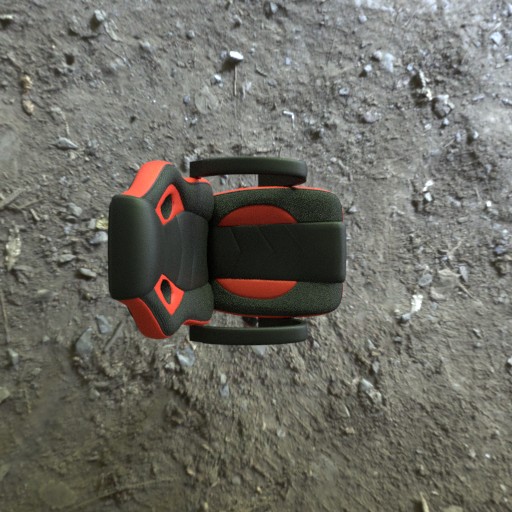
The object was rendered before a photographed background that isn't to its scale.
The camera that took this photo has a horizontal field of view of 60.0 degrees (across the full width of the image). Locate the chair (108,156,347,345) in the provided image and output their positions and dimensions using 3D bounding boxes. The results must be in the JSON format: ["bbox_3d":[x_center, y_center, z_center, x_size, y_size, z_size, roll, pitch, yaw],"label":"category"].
[{"bbox_3d":[0.000,0.000,1.419,0.642,1.016,0.600,0,89,0],"label":"chair"}]
